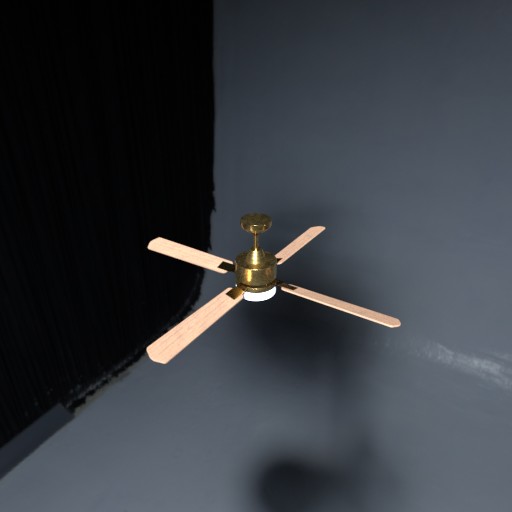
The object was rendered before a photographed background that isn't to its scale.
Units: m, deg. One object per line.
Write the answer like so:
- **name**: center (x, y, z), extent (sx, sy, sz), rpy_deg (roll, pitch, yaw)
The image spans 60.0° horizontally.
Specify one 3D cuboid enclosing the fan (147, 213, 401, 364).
- **fan**: center (0.000, 0.000, 1.968), extent (1.320, 0.355, 1.320), rpy_deg (17, 32, 29)
